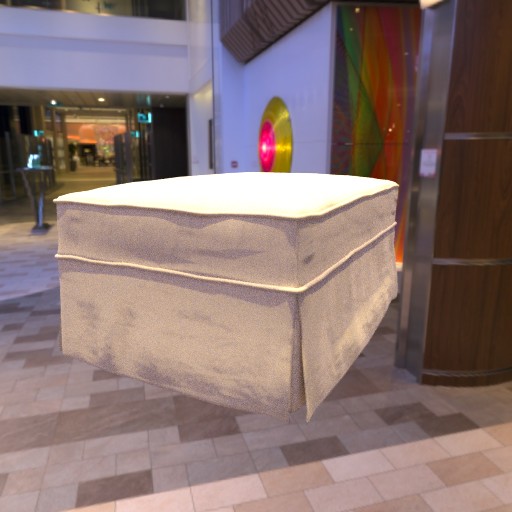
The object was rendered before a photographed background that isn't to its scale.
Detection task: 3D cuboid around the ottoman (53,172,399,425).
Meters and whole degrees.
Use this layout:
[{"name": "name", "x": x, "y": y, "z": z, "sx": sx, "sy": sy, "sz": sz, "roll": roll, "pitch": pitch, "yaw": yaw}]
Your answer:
[{"name": "ottoman", "x": 0.000, "y": 0.000, "z": 1.328, "sx": 0.703, "sy": 0.479, "sz": 0.944, "roll": 7, "pitch": 15, "yaw": 27}]
